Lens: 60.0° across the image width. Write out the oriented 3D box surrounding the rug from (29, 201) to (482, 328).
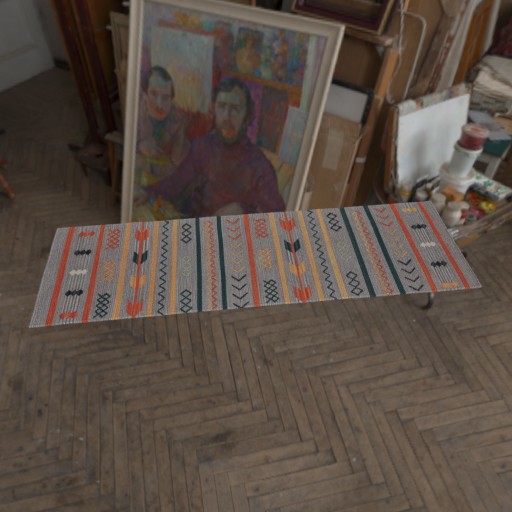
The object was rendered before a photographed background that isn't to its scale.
[{"bbox_3d":[0.000,0.000,2.598,2.419,0.022,0.744,-5,47,-4],"label":"rug"}]
